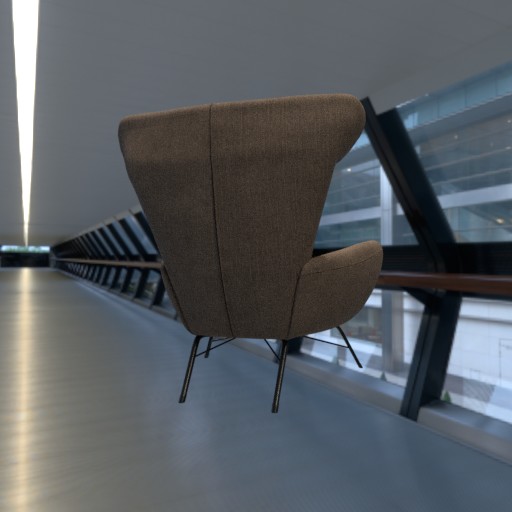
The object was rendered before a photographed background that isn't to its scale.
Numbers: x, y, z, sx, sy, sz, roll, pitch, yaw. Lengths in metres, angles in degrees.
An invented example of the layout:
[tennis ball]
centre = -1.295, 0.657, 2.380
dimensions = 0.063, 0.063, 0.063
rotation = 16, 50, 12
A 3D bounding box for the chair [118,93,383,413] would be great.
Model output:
[chair]
centre = 0.000, 0.000, 1.803
dimensions = 0.980, 1.040, 0.900
rotation = 0, -2, 17
